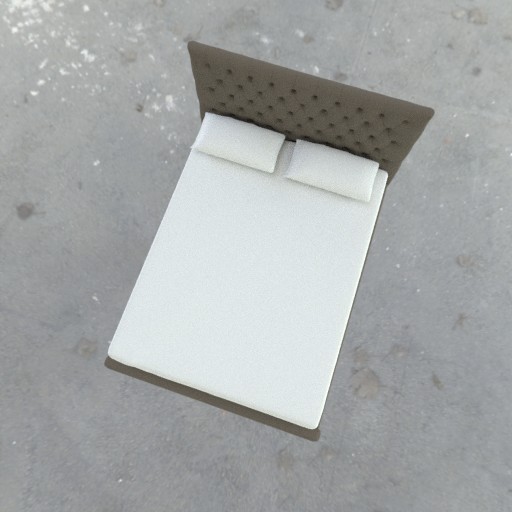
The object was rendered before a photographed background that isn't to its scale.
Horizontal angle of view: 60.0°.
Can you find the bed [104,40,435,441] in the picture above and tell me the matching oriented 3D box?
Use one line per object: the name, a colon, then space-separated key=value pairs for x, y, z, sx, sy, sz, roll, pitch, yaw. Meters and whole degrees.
bed: x=0.000 y=0.000 z=3.284 sx=1.696 sy=1.426 sz=2.233 roll=18 pitch=75 yaw=5
